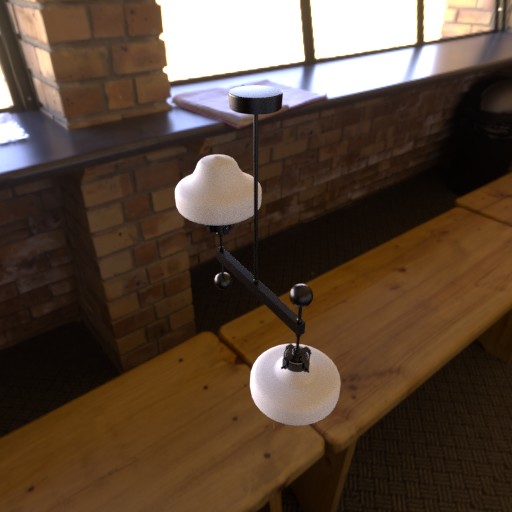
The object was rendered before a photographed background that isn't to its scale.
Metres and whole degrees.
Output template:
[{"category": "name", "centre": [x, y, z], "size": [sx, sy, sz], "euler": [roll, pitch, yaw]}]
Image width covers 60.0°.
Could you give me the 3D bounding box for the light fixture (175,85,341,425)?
[{"category": "light fixture", "centre": [0.000, 0.000, 1.040], "size": [0.489, 0.743, 0.422], "euler": [11, 35, 16]}]
